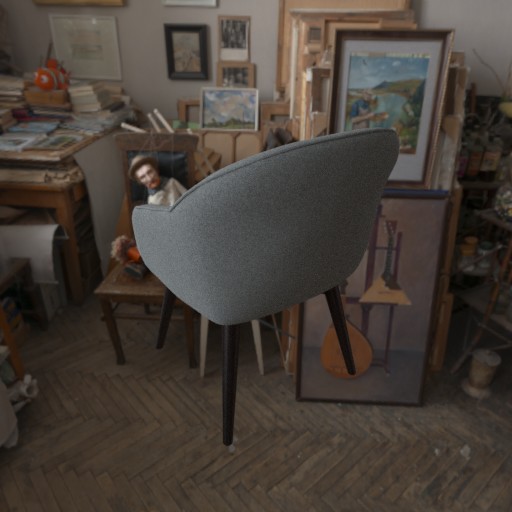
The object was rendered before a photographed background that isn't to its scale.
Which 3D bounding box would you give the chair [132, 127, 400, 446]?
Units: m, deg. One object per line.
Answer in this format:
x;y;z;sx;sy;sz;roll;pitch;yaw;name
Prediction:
0.000;0.000;1.251;0.589;0.810;0.611;-19;35;-29;chair
